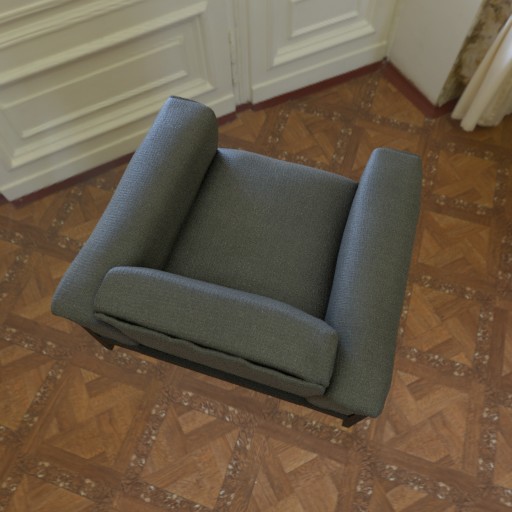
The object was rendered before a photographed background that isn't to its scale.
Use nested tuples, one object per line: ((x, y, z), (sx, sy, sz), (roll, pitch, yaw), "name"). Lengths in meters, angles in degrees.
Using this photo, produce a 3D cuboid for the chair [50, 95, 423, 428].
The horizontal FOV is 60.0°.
((0.000, 0.000, 1.687), (1.056, 0.646, 0.969), (16, 64, 8), "chair")
